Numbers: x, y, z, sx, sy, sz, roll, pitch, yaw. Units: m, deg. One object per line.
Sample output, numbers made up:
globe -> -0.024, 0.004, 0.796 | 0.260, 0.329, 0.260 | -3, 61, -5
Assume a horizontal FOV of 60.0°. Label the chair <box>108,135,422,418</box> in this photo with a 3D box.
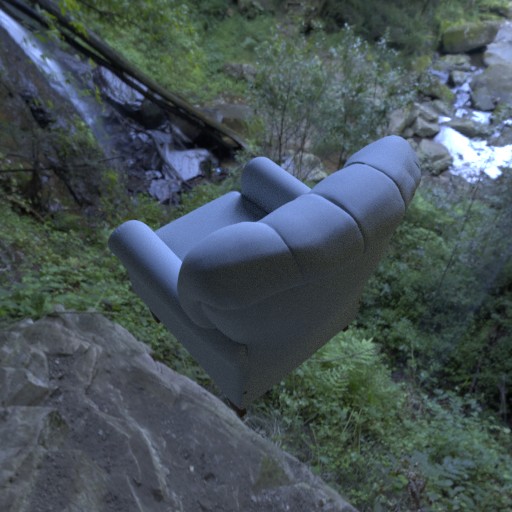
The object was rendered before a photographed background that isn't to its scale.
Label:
chair -> 0.000, 0.000, 2.082 | 1.090, 1.217, 1.128 | -32, 55, -27
